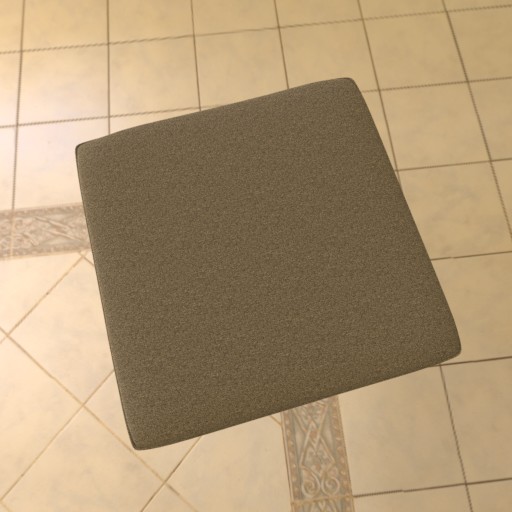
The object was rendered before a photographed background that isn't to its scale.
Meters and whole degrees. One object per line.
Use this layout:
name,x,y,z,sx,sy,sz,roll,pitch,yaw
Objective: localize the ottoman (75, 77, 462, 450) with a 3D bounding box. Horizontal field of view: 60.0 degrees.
ottoman,0.000,0.000,1.551,1.005,0.464,1.015,-15,75,-4
